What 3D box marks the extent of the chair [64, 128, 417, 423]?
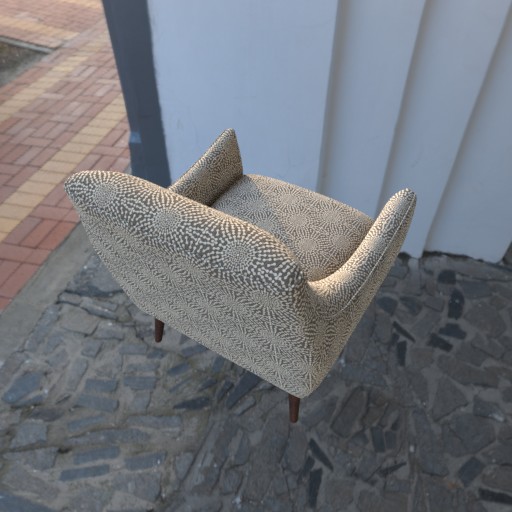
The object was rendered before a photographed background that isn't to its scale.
[{"bbox_3d":[0.000,0.000,1.431,0.762,0.838,0.787,24,50,22],"label":"chair"}]
